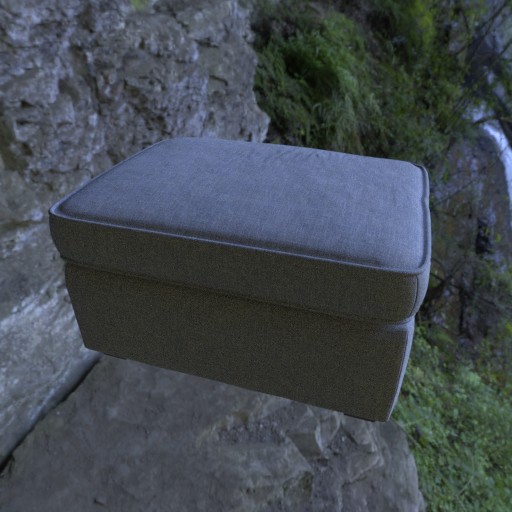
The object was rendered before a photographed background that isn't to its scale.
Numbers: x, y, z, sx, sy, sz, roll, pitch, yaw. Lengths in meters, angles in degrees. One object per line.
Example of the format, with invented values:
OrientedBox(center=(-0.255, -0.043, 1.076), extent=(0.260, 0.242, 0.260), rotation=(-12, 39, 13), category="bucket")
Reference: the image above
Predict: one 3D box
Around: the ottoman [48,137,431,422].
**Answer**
OrientedBox(center=(0.000, 0.000, 1.105), extent=(0.762, 0.457, 0.559), rotation=(9, 33, 15), category="ottoman")
